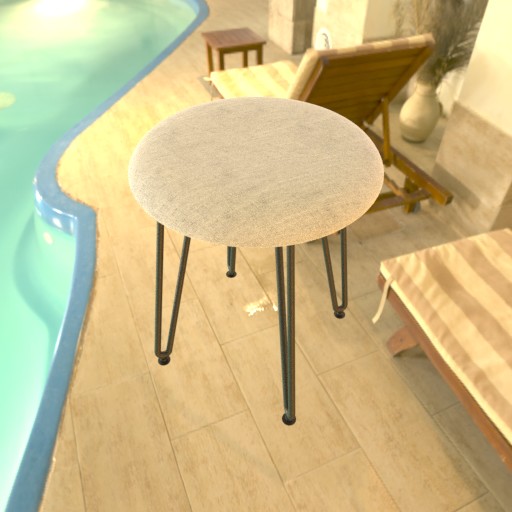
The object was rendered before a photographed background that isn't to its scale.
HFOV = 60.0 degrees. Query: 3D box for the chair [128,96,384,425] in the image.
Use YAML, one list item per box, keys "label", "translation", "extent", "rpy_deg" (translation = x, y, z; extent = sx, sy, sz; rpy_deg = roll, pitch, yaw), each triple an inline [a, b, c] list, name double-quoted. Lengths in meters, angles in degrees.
- label: "chair"
  translation: [0.000, 0.000, 0.655]
  extent: [0.350, 0.386, 0.350]
  rpy_deg: [-12, 44, -13]
